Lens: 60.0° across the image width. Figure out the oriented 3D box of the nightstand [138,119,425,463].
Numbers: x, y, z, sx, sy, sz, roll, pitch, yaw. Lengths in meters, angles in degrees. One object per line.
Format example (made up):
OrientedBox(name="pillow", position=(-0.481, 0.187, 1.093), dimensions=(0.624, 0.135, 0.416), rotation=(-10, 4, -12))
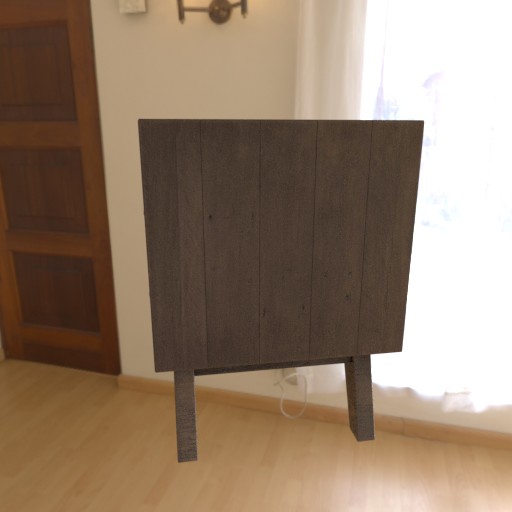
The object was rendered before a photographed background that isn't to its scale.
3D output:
OrientedBox(name="nightstand", position=(0.000, 0.000, 1.048), dimensions=(0.450, 0.599, 0.650), rotation=(-3, 16, -9))
